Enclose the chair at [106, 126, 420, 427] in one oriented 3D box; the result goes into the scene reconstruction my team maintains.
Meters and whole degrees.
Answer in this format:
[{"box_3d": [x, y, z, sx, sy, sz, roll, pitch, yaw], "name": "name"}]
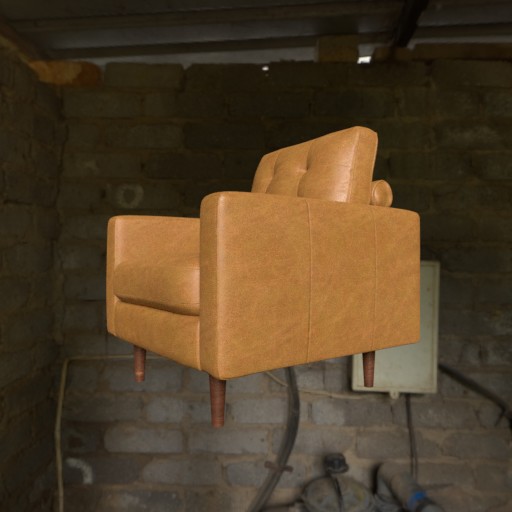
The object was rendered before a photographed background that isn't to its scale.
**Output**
[{"box_3d": [0.000, 0.000, 1.575, 0.868, 0.896, 0.831, 0, -1, -36], "name": "chair"}]
